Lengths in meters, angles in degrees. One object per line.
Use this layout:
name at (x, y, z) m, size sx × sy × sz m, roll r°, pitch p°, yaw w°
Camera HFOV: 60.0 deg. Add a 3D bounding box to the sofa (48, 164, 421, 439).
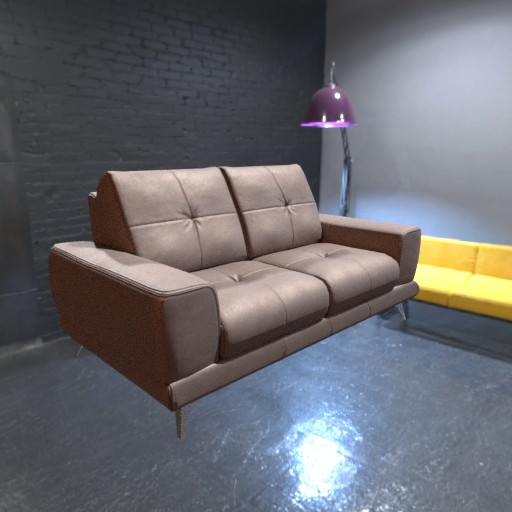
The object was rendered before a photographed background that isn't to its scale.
sofa at (0.000, 0.000, 2.338) m, size 1.806 × 0.907 × 1.018 m, roll -13°, pitch 19°, yaw -43°
